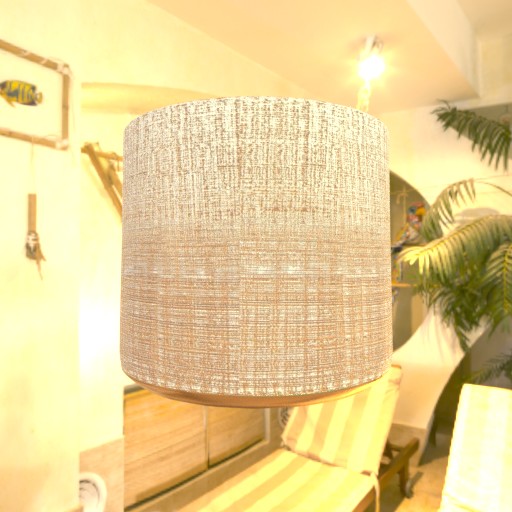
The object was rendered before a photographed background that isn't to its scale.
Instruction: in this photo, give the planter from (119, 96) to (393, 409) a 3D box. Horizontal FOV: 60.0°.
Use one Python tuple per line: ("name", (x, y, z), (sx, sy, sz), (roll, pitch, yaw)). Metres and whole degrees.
("planter", (0.000, 0.000, 0.185), (0.109, 0.096, 0.109), (0, -1, 0))
